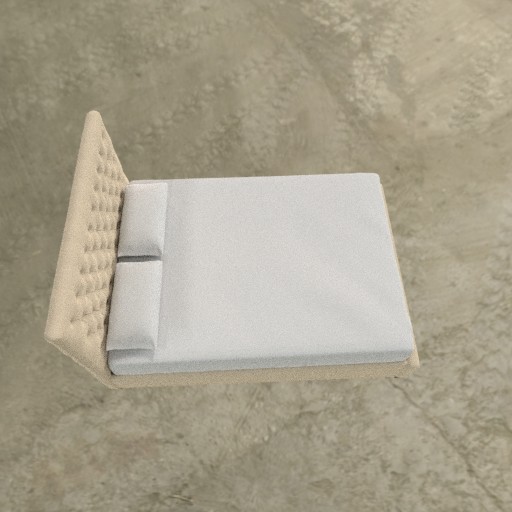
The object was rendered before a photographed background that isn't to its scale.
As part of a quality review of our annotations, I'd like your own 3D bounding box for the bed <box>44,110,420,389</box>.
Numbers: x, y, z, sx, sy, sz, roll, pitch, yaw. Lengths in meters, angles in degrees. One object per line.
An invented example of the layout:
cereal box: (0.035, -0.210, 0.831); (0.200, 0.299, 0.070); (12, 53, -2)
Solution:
bed: (0.000, 0.000, 3.399); (2.387, 1.427, 1.698); (-2, 62, -1)
